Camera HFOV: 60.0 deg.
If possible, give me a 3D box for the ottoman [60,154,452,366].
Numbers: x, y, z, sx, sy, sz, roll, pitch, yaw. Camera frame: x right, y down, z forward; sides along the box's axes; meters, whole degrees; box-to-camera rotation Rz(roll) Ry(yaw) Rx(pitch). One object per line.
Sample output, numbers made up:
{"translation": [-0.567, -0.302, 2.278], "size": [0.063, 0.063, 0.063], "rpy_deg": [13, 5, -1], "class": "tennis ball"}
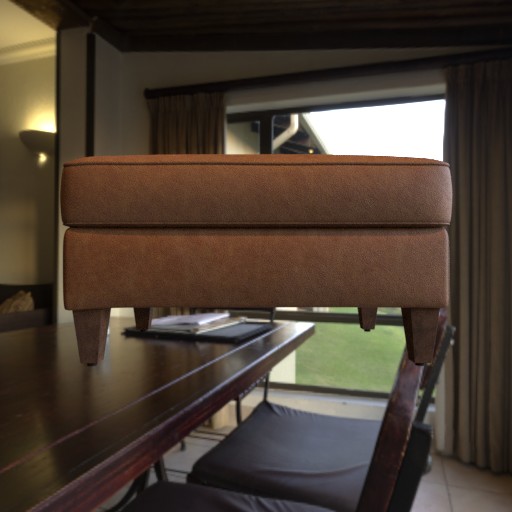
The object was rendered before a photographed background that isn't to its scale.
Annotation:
{"translation": [0.000, 0.000, 1.202], "size": [0.864, 0.483, 0.584], "rpy_deg": [0, 0, 0], "class": "ottoman"}
